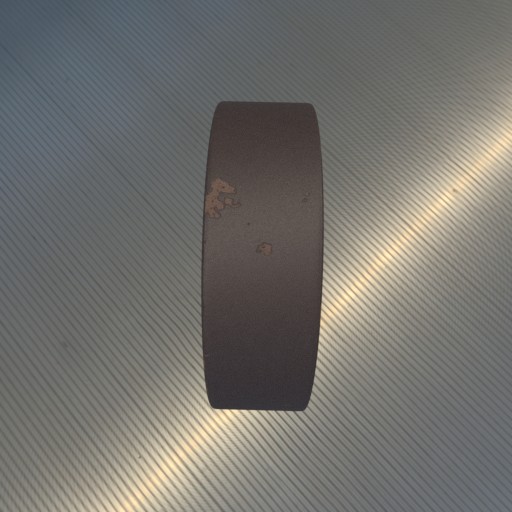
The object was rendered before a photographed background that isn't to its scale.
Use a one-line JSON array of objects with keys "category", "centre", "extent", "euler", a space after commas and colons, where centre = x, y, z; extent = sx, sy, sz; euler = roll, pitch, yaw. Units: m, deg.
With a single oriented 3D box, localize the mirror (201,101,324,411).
[{"category": "mirror", "centre": [0.000, 0.000, 0.587], "extent": [0.126, 0.386, 0.386], "euler": [1, 74, 0]}]
